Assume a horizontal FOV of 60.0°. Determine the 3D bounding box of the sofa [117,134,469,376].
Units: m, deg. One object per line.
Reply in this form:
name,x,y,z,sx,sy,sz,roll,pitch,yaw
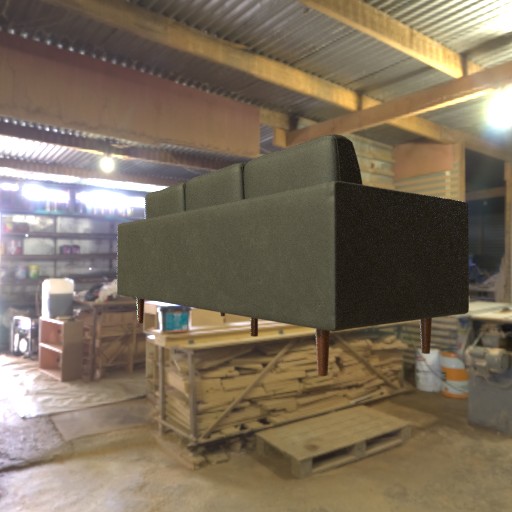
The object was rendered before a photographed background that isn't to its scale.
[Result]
sofa,0.000,0.000,2.493,0.879,0.899,2.029,1,-1,-37
